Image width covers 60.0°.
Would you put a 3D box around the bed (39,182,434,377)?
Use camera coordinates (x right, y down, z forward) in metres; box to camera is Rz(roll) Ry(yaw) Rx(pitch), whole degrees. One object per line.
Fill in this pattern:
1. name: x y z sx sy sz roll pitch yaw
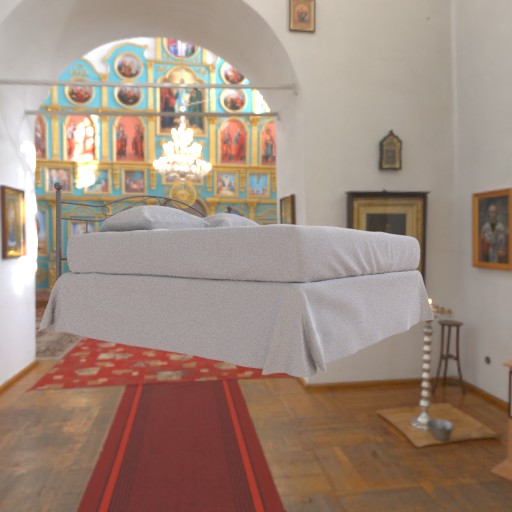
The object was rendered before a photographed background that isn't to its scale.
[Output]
1. bed: 0.000 0.000 3.436 2.220 1.080 2.309 0 1 36
